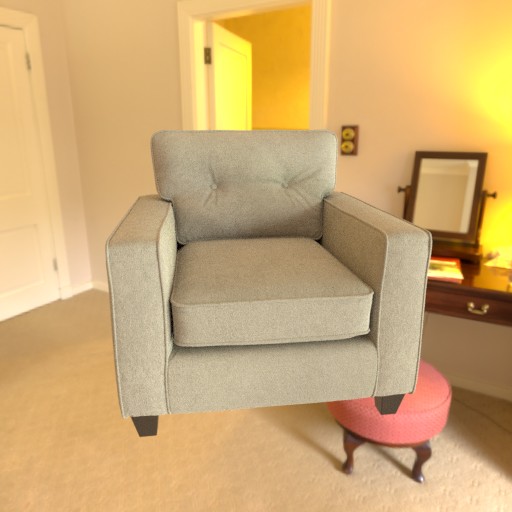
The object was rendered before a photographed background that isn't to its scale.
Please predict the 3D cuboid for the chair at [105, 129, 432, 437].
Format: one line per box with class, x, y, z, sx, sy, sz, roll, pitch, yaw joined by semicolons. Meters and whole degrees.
chair;0.000;0.000;1.772;1.015;0.965;0.939;-2;17;-8
